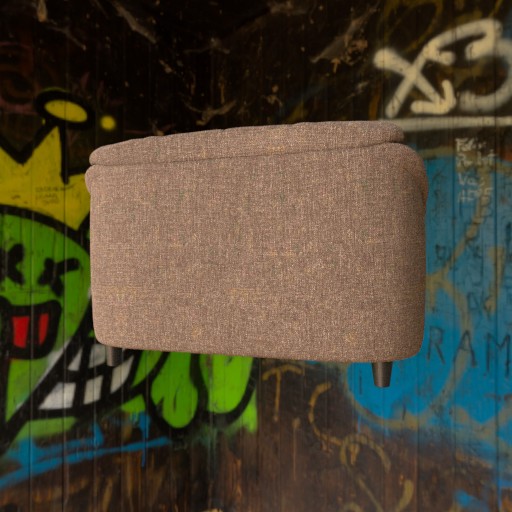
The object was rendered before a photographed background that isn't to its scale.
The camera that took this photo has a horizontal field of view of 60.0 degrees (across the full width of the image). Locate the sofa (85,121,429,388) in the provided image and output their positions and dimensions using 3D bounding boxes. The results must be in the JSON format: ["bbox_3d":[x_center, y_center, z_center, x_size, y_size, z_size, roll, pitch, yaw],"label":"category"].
[{"bbox_3d":[0.000,0.000,1.913,1.404,0.895,0.799,0,-1,17],"label":"sofa"}]
